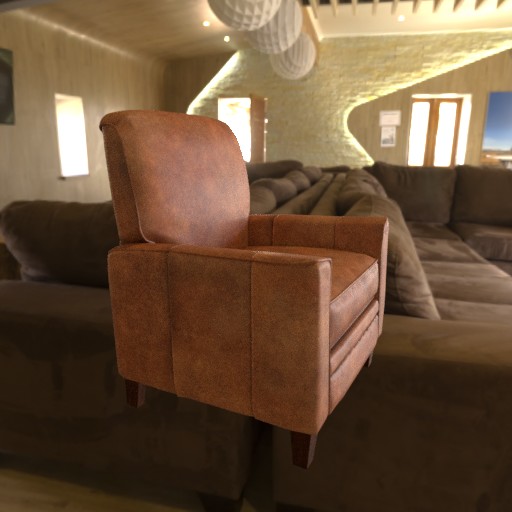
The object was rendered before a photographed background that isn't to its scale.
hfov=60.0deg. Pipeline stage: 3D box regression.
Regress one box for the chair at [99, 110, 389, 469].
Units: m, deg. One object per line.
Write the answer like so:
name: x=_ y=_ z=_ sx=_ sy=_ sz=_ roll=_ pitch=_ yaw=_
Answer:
chair: x=0.000 y=0.000 z=1.654 sx=0.836 sy=1.043 sz=0.843 roll=7 pitch=15 yaw=27
